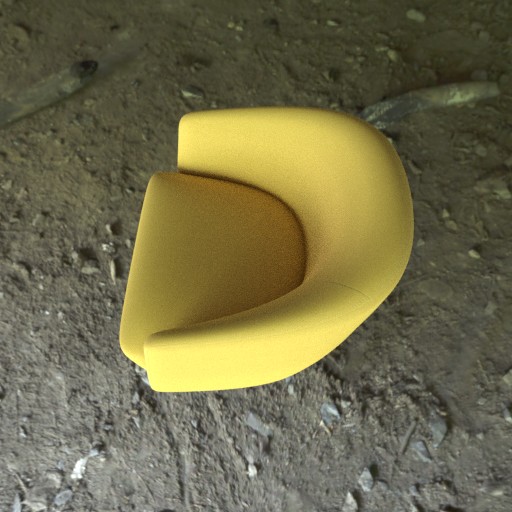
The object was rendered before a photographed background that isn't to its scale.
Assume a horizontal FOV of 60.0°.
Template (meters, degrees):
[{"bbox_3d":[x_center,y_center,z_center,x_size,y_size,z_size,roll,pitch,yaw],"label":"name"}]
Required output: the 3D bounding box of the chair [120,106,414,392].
[{"bbox_3d":[0.000,0.000,1.374,0.767,0.698,0.773,1,58,1],"label":"chair"}]
